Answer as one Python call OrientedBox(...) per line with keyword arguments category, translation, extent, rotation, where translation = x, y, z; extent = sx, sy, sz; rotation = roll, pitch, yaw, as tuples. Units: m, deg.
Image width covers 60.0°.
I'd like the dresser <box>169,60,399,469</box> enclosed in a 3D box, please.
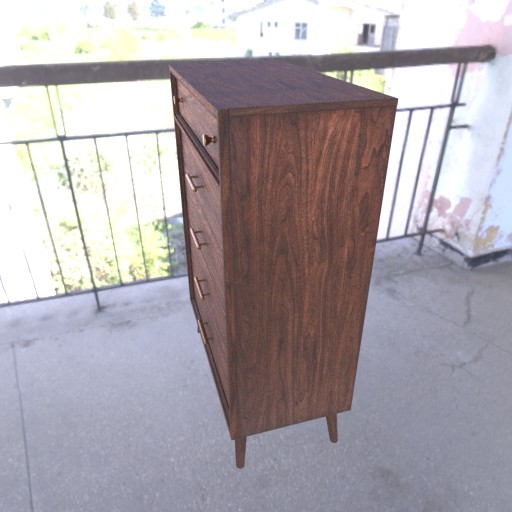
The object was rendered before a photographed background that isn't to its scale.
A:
OrientedBox(category="dresser", translation=(0.000, 0.000, 1.810), extent=(0.498, 1.365, 0.919), rotation=(-9, 31, -14))
